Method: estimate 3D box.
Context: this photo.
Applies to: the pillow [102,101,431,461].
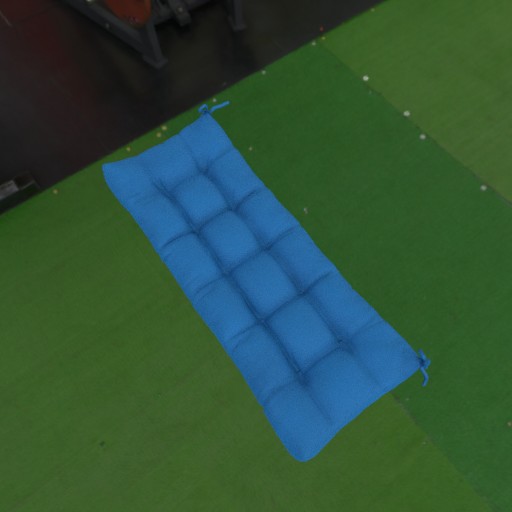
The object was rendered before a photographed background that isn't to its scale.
[{"bbox_3d":[0.000,0.000,1.394,0.511,0.174,1.194,-33,69,-14],"label":"pillow"}]
